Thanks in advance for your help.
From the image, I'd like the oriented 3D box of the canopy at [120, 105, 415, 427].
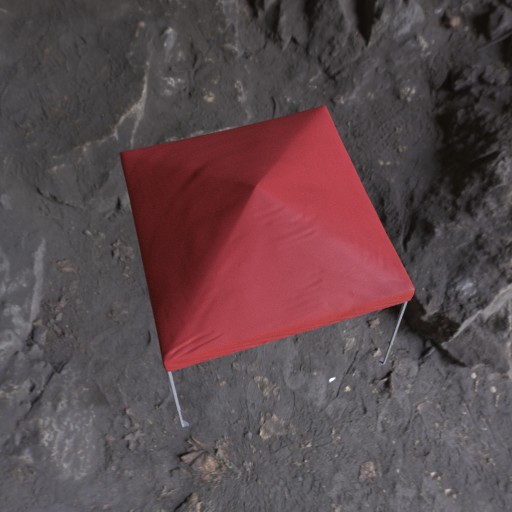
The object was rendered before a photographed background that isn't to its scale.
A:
[{"bbox_3d":[0.000,0.000,5.212,2.849,2.849,2.848,-15,65,-7],"label":"canopy"}]
